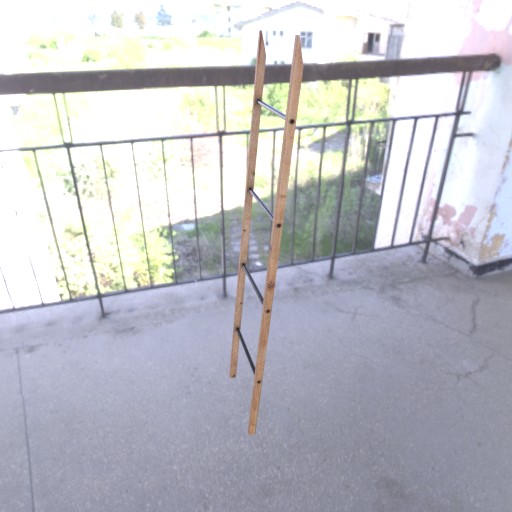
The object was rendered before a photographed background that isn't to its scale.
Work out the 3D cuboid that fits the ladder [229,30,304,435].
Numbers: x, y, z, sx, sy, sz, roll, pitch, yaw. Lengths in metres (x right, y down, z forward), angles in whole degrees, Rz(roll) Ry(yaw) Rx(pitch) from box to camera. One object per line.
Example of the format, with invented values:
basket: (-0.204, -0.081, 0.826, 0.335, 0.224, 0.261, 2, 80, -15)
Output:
ladder: (0.000, 0.000, 2.003, 0.200, 1.805, 0.442, -8, 30, -14)
